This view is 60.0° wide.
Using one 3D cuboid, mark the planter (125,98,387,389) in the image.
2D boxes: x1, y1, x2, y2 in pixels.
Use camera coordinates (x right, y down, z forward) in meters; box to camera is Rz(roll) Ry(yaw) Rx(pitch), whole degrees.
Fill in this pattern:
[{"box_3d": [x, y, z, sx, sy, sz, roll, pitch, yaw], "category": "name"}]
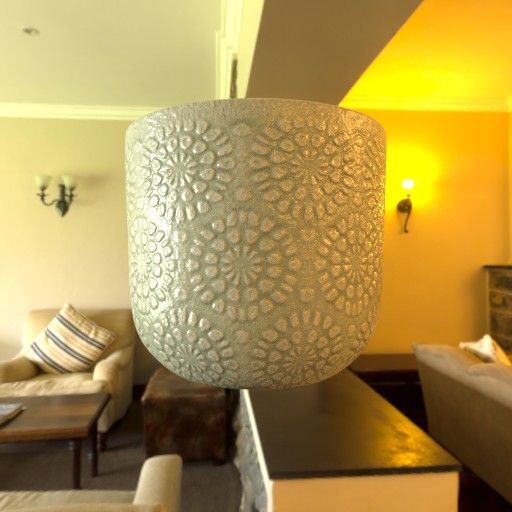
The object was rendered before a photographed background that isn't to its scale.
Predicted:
[{"box_3d": [0.000, 0.000, 0.299, 0.169, 0.153, 0.169, 0, 0, 0], "category": "planter"}]
